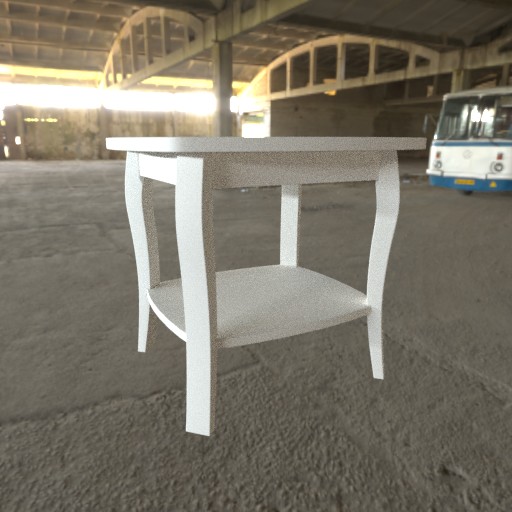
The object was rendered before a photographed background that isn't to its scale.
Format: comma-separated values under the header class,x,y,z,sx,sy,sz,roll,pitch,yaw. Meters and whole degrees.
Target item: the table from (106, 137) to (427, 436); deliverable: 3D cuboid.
class,x,y,z,sx,sy,sz,roll,pitch,yaw
table,0.000,0.000,0.849,0.502,0.438,0.451,-8,16,-27
